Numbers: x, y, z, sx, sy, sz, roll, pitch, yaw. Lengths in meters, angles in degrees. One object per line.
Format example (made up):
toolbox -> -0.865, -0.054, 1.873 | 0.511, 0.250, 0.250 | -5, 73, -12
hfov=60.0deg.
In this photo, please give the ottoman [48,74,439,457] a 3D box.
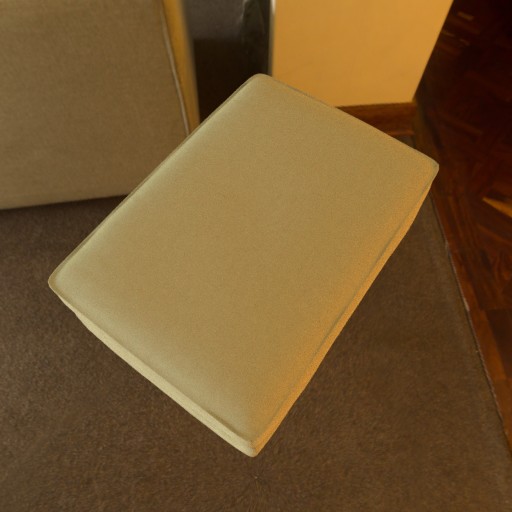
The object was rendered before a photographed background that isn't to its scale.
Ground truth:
ottoman -> 0.000, 0.000, 1.227 | 0.611, 0.482, 0.848 | 33, 68, 15
